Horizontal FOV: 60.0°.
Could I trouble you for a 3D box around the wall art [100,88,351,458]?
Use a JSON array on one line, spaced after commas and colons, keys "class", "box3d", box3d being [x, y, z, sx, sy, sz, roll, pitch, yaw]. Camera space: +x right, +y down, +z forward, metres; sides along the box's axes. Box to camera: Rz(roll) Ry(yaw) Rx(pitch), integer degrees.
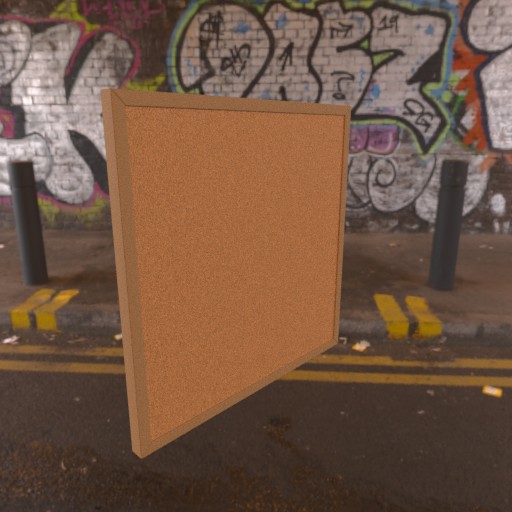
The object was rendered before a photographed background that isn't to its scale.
[{"class": "wall art", "box3d": [0.000, 0.000, 1.142, 0.037, 0.761, 0.761, 15, 21, 42]}]
